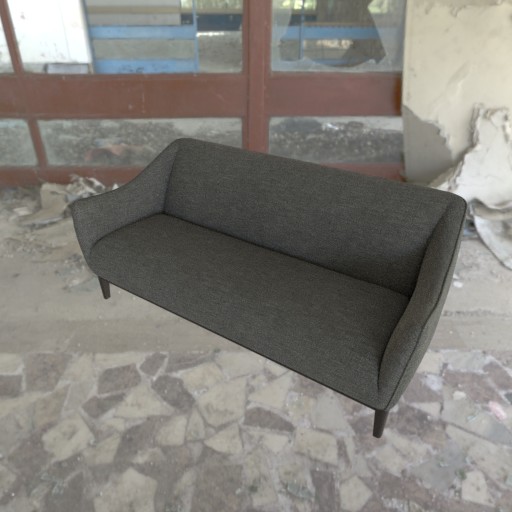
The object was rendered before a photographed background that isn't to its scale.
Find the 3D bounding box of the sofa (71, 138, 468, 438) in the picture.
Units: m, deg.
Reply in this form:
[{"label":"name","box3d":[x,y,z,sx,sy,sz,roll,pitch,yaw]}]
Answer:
[{"label":"sofa","box3d":[0.000,0.000,2.337,1.928,0.829,0.867,19,35,29]}]
